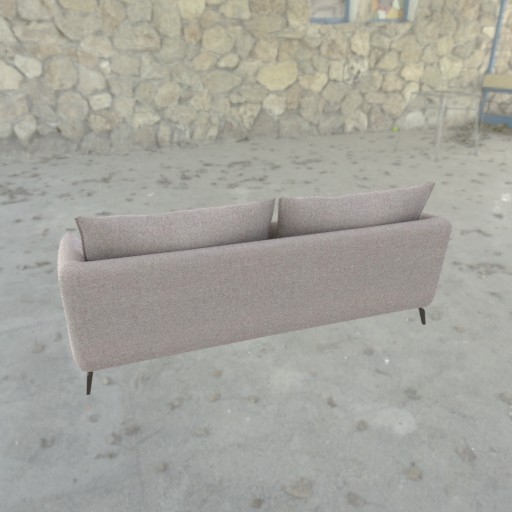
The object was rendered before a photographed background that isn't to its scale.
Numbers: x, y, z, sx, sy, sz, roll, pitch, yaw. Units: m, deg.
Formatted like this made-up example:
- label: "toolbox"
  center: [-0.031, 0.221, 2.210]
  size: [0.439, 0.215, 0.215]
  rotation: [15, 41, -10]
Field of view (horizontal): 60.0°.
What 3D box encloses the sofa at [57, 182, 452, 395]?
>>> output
- label: "sofa"
  center: [0.000, 0.000, 2.418]
  size: [2.022, 0.833, 0.809]
  rotation: [-8, 25, -17]
